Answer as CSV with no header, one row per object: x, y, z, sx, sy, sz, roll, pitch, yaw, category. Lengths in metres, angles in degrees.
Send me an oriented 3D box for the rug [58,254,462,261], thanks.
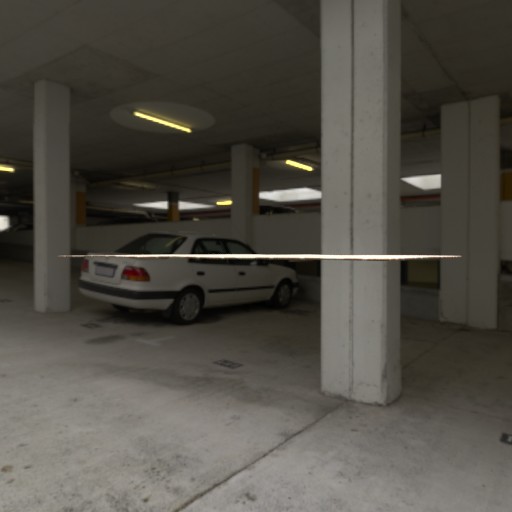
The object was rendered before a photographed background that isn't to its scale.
0.000,0.000,2.287,1.761,0.013,1.152,0,1,35,rug
